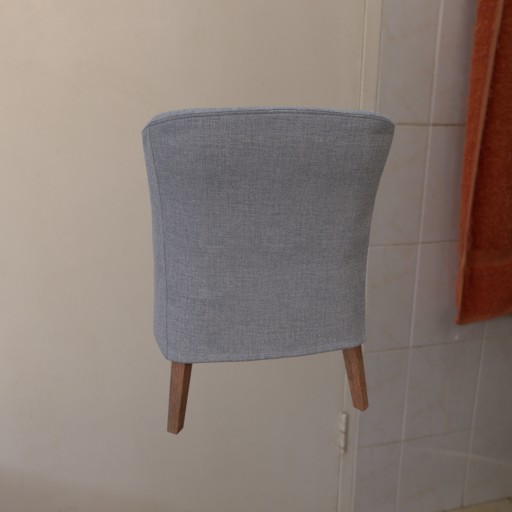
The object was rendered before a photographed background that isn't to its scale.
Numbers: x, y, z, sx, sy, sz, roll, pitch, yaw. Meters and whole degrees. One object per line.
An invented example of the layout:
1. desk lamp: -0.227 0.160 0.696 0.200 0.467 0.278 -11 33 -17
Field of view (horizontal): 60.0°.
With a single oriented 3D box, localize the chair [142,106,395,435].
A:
1. chair: 0.000 0.000 1.271 0.600 0.771 0.668 -3 15 -11
